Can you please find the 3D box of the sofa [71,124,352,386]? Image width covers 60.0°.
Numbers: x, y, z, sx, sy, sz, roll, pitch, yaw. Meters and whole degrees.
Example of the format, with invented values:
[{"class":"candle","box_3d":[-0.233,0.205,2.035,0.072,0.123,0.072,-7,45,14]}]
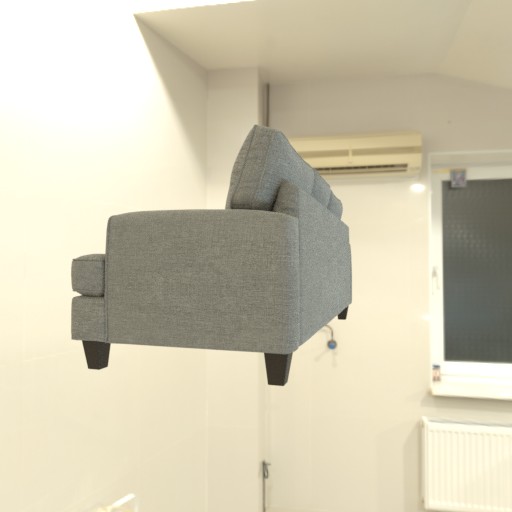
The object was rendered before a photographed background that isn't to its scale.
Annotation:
[{"class":"sofa","box_3d":[0.000,0.000,2.678,0.951,0.965,2.158,0,-1,18]}]
